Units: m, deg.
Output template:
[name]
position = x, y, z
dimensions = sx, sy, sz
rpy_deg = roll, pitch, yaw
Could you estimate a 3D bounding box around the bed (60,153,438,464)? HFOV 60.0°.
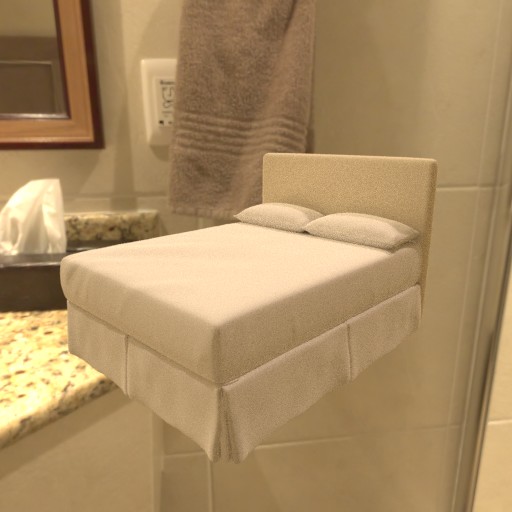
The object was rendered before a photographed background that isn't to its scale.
[bed]
position = 0.000, 0.000, 3.121
dimensions = 1.714, 1.330, 2.147
rpy_deg = 14, 21, 42
